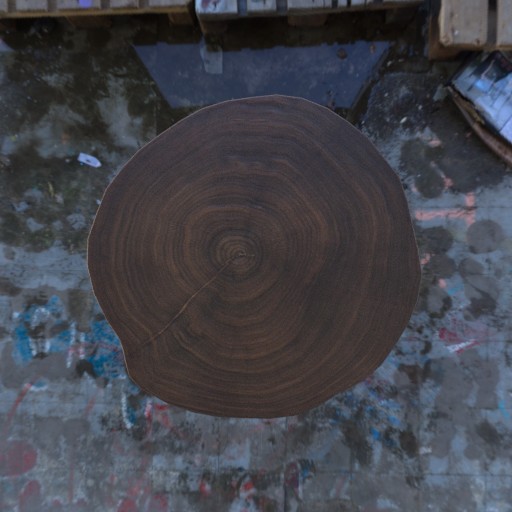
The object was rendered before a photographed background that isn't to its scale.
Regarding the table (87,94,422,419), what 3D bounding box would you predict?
[{"bbox_3d":[0.000,0.000,0.888,0.494,0.476,0.477,0,90,1],"label":"table"}]
